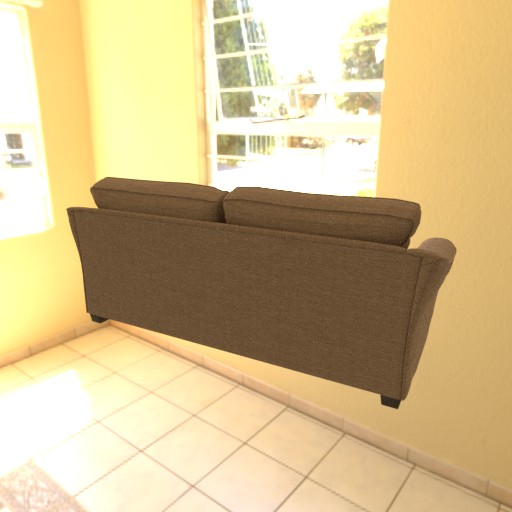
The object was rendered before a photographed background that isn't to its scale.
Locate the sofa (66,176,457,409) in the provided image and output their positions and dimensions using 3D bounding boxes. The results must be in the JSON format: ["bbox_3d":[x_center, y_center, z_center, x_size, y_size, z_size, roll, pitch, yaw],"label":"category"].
[{"bbox_3d":[0.000,0.000,2.782,2.270,0.965,0.980,9,19,27],"label":"sofa"}]
